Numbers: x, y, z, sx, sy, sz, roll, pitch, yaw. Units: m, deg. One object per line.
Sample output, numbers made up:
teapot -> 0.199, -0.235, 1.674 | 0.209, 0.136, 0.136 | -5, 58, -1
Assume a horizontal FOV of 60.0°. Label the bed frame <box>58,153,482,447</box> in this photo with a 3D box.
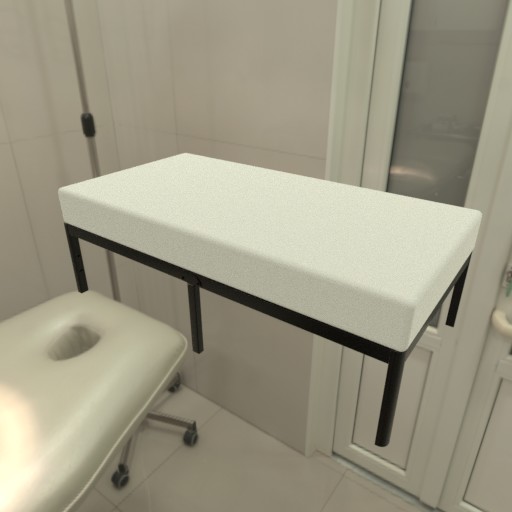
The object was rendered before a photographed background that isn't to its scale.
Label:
bed frame -> 0.000, 0.000, 2.399 | 1.950, 0.659, 1.023 | 18, 32, 32
